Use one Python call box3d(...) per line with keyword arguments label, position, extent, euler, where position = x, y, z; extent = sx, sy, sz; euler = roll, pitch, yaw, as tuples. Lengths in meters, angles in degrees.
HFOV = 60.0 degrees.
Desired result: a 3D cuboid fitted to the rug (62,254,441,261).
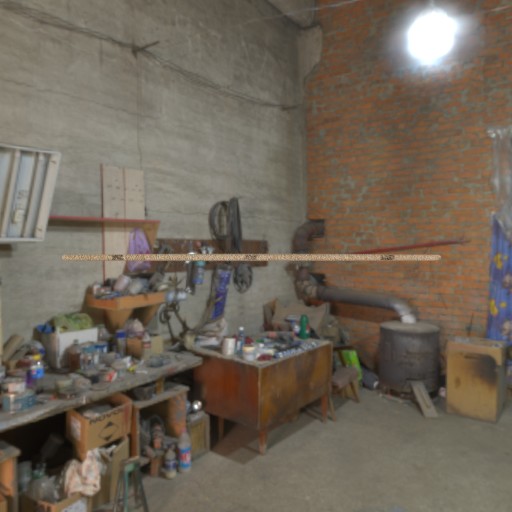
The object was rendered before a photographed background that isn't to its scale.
box3d(label="rug", position=(0.000, 0.000, 2.907), extent=(1.501, 0.024, 2.348), euler=(0, 0, 1))
